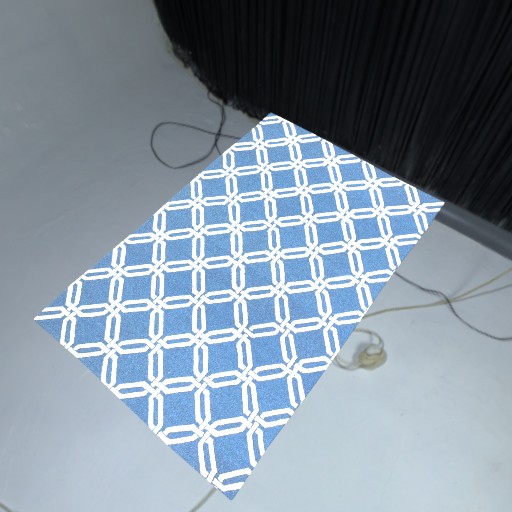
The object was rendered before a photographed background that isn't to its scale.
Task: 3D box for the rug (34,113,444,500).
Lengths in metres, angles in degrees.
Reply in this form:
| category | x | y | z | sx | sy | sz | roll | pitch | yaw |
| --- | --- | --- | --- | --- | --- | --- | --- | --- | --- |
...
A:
| category | x | y | z | sx | sy | sz | roll | pitch | yaw |
| --- | --- | --- | --- | --- | --- | --- | --- | --- | --- |
| rug | 0.000 | 0.000 | 2.141 | 1.153 | 0.010 | 1.755 | 33 | 63 | 19 |
